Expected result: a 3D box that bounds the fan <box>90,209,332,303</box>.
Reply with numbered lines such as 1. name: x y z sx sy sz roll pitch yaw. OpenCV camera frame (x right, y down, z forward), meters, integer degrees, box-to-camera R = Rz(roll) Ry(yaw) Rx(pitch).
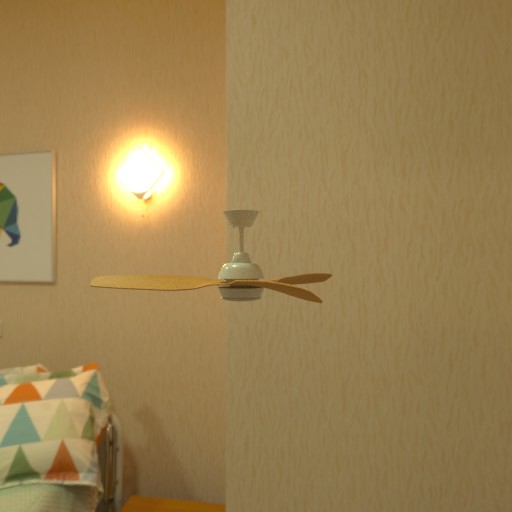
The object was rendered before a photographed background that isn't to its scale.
1. fan: 0.000 0.000 1.617 1.142 0.355 1.010 0 0 -20
